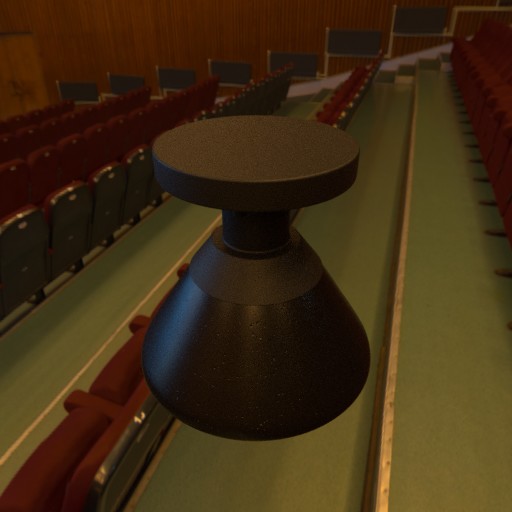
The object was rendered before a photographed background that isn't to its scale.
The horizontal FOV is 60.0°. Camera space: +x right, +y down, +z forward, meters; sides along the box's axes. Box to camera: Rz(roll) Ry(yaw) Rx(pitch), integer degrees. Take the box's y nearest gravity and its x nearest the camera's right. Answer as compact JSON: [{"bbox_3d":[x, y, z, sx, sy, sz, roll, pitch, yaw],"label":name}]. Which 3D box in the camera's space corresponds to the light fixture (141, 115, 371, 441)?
[{"bbox_3d":[0.000,0.000,0.349,0.200,0.183,0.200,0,32,0],"label":"light fixture"}]
